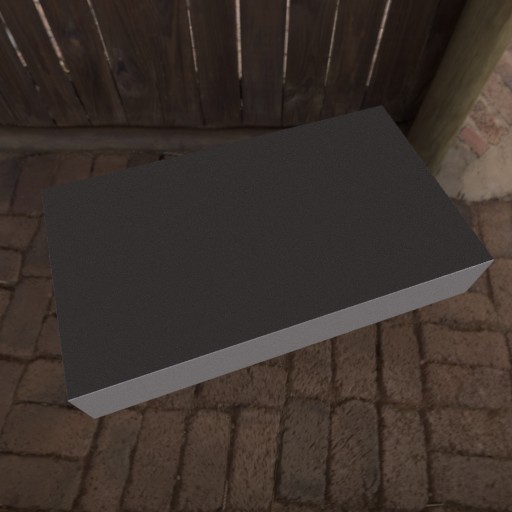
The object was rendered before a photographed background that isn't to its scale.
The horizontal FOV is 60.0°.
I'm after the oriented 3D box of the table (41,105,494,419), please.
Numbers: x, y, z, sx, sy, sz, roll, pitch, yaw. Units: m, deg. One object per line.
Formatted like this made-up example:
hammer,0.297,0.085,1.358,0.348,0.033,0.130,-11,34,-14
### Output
table,0.000,0.000,1.508,1.201,0.404,0.703,-17,60,-10
